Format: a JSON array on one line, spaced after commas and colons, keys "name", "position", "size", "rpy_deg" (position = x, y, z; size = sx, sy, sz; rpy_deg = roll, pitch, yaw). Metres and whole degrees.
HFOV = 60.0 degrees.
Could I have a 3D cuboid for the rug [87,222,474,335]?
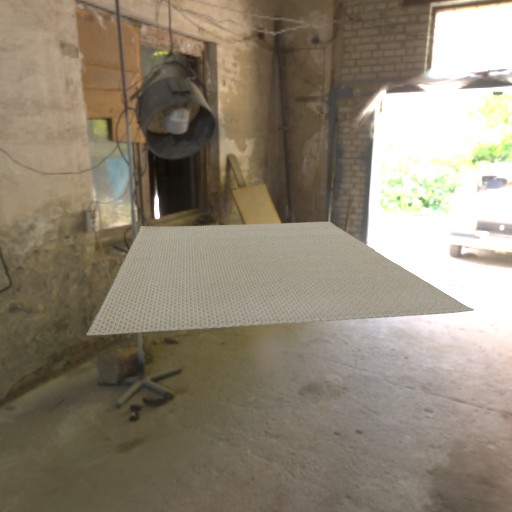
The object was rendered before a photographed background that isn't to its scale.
[{"name": "rug", "position": [0.000, 0.000, 3.921], "size": [2.277, 0.035, 2.897], "rpy_deg": [-2, 15, -8]}]
